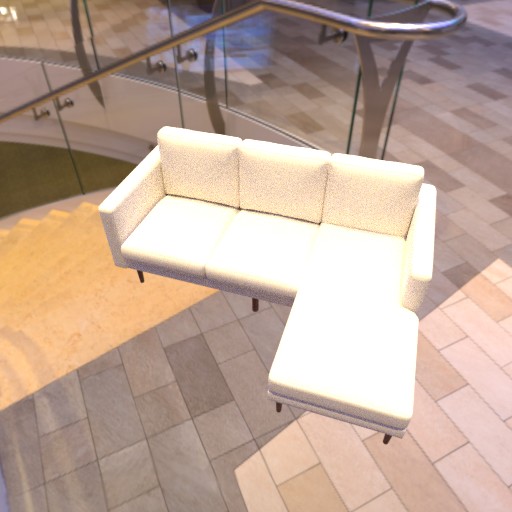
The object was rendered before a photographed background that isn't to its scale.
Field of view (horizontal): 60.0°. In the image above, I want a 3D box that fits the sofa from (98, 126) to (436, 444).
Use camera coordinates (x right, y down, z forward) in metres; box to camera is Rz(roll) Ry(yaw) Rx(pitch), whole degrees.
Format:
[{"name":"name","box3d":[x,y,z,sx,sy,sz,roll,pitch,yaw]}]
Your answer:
[{"name":"sofa","box3d":[0.000,0.000,2.782,2.029,0.899,1.580,12,44,13]}]
